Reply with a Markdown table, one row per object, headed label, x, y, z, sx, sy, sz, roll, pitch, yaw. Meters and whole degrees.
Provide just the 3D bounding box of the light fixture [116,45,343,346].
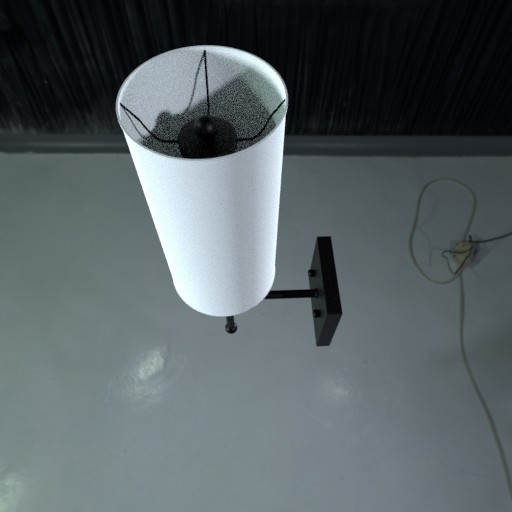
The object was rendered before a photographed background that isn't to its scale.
| label | x | y | z | sx | sy | sz | roll | pitch | yaw |
| --- | --- | --- | --- | --- | --- | --- | --- | --- | --- |
| light fixture | 0.000 | 0.000 | 0.529 | 0.208 | 0.462 | 0.128 | -2 | 59 | -1 |
